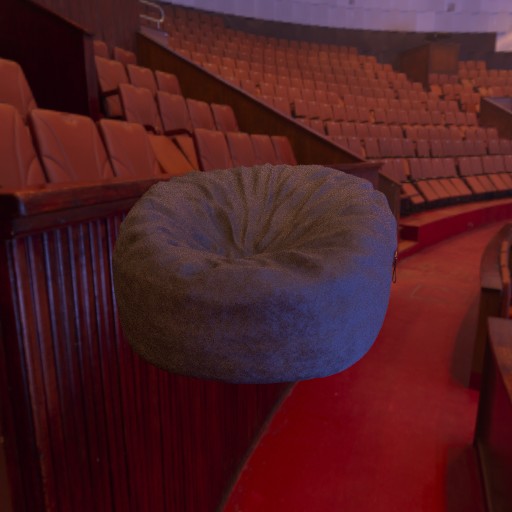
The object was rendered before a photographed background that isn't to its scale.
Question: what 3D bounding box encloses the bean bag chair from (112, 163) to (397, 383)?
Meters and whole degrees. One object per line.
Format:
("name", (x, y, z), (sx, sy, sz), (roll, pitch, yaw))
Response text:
("bean bag chair", (0.000, 0.000, 2.049), (1.245, 0.821, 1.245), (0, 13, 0))
